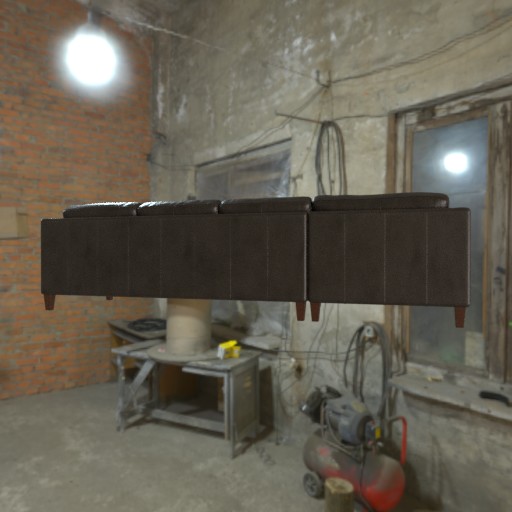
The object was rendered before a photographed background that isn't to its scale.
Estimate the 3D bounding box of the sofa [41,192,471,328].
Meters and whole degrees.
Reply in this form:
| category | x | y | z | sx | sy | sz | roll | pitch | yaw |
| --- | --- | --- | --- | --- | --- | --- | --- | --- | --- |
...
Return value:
| category | x | y | z | sx | sy | sz | roll | pitch | yaw |
| --- | --- | --- | --- | --- | --- | --- | --- | --- | --- |
| sofa | 0.000 | 0.000 | 3.914 | 3.203 | 0.883 | 1.581 | 0 | 0 | 16 |
